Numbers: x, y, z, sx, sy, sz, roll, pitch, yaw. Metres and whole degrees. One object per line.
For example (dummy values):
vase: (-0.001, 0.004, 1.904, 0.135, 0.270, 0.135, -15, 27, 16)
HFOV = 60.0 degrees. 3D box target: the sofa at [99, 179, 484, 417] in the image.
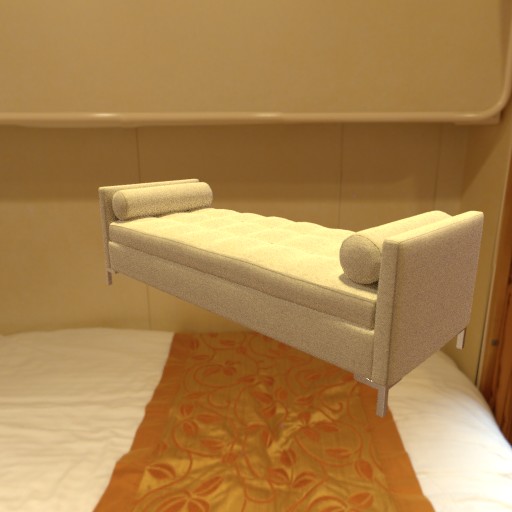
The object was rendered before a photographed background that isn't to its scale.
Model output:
sofa: (0.000, 0.000, 2.468, 2.102, 0.655, 0.797, 15, 21, 43)
